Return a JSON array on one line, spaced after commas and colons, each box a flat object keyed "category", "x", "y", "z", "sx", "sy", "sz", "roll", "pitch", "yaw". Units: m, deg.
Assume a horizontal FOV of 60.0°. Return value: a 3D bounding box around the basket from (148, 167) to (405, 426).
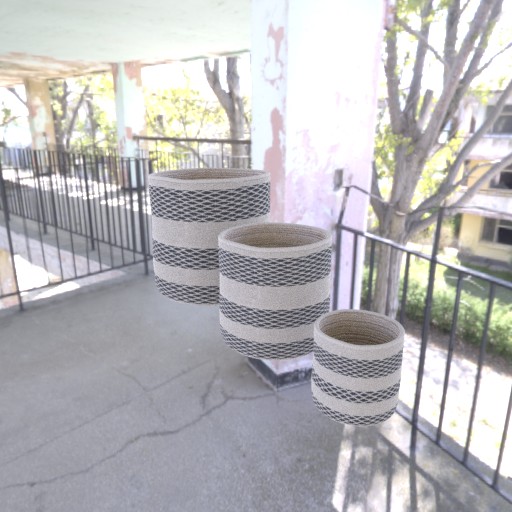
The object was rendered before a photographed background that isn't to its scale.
[{"category": "basket", "x": 0.000, "y": 0.000, "z": 1.077, "sx": 0.351, "sy": 0.356, "sz": 0.917, "roll": -8, "pitch": 18, "yaw": -26}]
